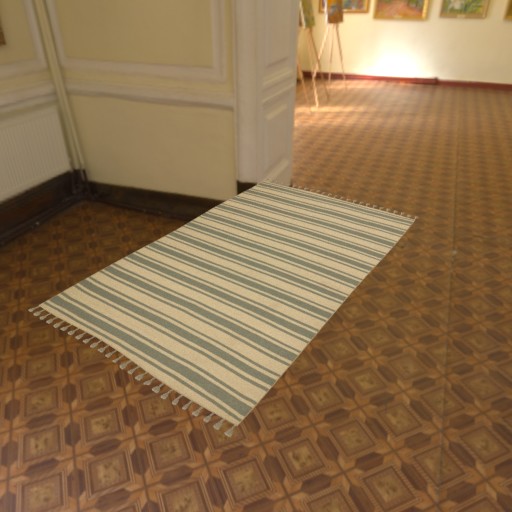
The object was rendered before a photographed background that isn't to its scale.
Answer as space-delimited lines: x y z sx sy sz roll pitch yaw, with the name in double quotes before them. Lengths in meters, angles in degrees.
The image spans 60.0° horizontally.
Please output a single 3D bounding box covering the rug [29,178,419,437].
"rug" 0.000 0.000 2.544 1.222 0.009 2.084 20 37 29
